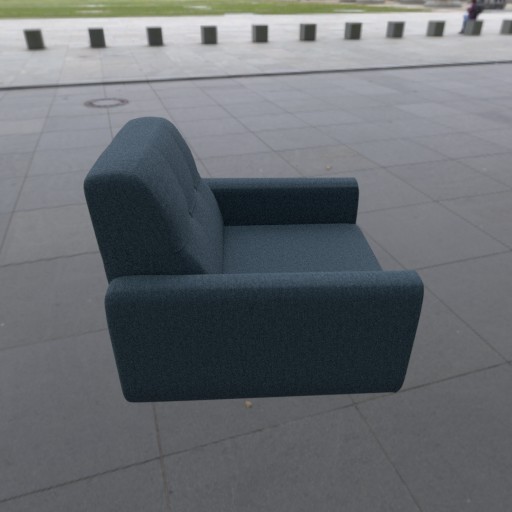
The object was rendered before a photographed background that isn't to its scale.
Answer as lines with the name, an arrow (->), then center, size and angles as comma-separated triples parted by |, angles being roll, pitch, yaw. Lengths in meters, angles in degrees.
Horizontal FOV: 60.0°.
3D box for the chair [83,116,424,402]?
chair -> 0.000, 0.000, 1.687 | 0.964, 0.940, 0.880 | -1, 31, -2
